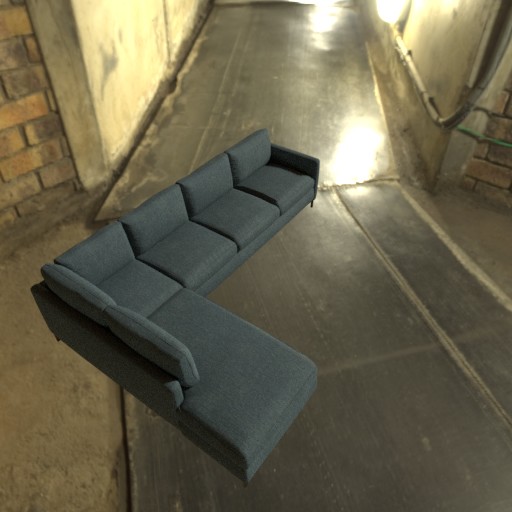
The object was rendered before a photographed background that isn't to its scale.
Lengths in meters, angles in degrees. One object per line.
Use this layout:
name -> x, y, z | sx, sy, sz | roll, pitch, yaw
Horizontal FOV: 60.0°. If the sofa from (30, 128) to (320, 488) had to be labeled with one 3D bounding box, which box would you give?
sofa -> 0.000, 0.000, 3.792 | 2.007, 0.815, 2.949 | 26, 48, 26
